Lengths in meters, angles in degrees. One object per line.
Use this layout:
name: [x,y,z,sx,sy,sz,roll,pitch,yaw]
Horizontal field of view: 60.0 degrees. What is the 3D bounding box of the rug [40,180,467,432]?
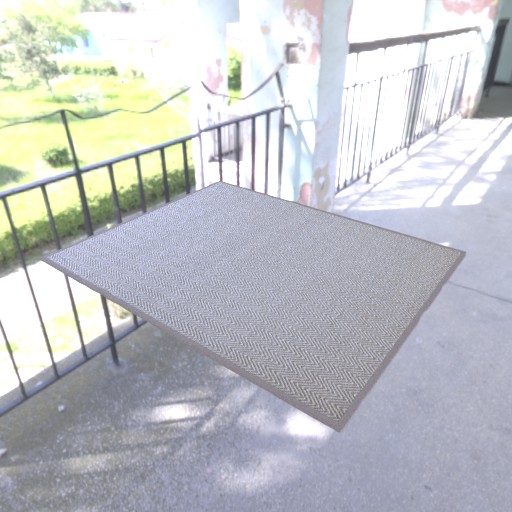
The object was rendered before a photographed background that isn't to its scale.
rug: [0.000,0.000,3.997,3.007,0.032,2.434,21,37,32]
